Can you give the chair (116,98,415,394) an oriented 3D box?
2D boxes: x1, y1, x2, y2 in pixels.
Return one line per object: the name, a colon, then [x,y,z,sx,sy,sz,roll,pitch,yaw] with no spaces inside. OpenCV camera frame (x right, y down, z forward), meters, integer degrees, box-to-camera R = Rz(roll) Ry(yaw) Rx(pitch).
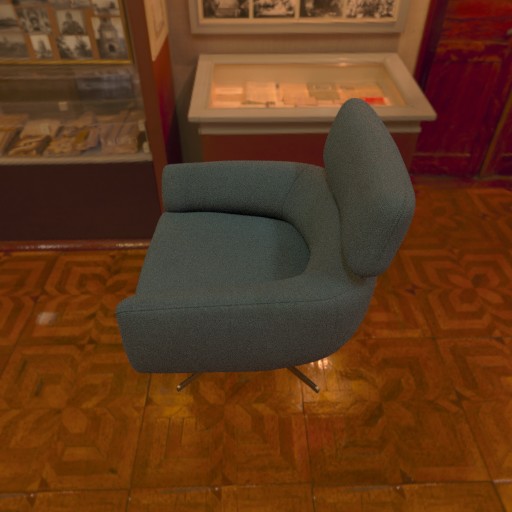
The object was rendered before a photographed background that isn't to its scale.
chair: [0.000,0.000,1.416,0.761,0.813,0.738,0,40,0]
